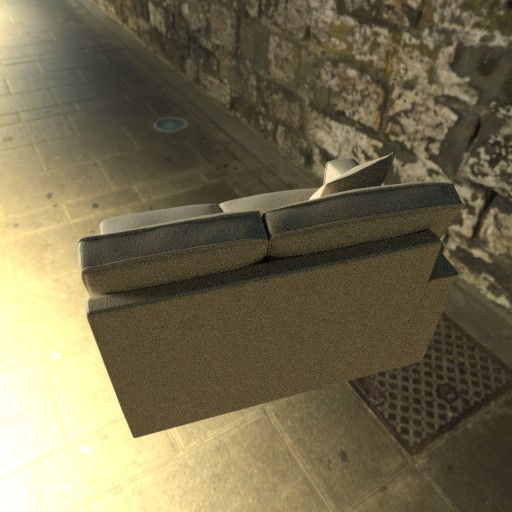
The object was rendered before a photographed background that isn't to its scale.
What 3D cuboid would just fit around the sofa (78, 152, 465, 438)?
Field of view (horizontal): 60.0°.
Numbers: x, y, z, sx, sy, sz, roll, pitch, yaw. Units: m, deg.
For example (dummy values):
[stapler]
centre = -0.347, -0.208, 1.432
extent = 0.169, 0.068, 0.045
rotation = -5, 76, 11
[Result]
[sofa]
centre = 0.000, 0.000, 2.023
extent = 1.388, 0.989, 0.991
rotation = -11, 42, -12
